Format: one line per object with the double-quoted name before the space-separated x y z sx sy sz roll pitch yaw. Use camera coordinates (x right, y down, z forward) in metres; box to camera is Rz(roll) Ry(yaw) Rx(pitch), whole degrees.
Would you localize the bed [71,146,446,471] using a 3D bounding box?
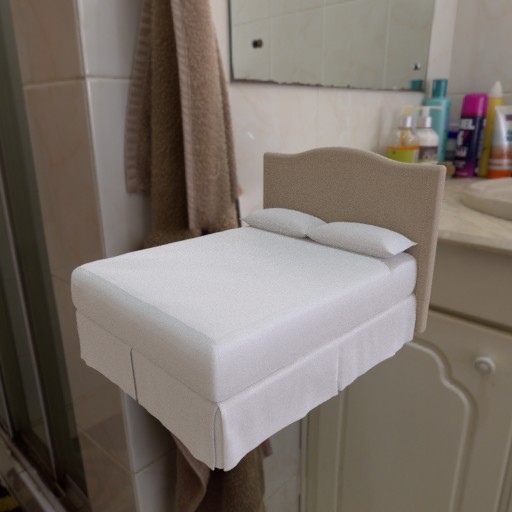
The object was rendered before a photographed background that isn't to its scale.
"bed" 0.000 0.000 3.096 2.052 1.398 1.678 -17 24 -42
